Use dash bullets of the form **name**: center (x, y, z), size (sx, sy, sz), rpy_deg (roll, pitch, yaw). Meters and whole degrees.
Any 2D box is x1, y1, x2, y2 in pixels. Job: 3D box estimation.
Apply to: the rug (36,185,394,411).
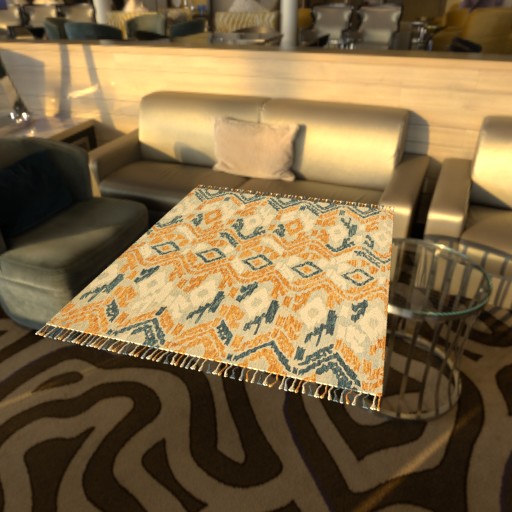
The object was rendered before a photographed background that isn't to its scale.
- **rug**: center (0.000, 0.000, 4.166), size (2.439, 0.010, 3.048), rpy_deg (9, 32, 14)
